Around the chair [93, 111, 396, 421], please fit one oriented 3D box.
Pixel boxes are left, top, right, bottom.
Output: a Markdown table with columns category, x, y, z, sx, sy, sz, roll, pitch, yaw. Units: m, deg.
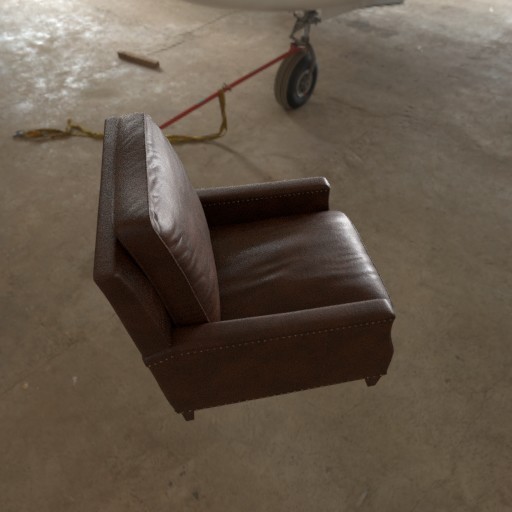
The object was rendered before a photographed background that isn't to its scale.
| category | x | y | z | sx | sy | sz | roll | pitch | yaw |
| --- | --- | --- | --- | --- | --- | --- | --- | --- | --- |
| chair | 0.000 | 0.000 | 1.822 | 1.035 | 1.054 | 0.854 | -8 | 47 | -8 |
